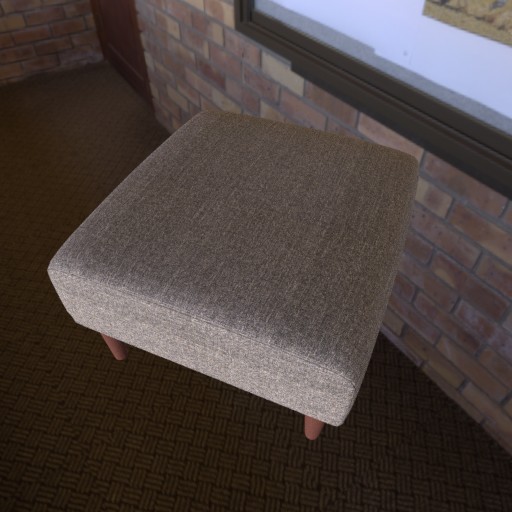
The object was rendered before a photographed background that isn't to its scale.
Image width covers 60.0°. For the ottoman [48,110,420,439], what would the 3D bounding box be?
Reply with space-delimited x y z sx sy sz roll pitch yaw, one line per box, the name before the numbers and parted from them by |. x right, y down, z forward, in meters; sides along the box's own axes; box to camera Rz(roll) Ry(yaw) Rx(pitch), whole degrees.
ottoman | 0.000 0.000 1.085 0.648 0.399 0.655 17 49 16
